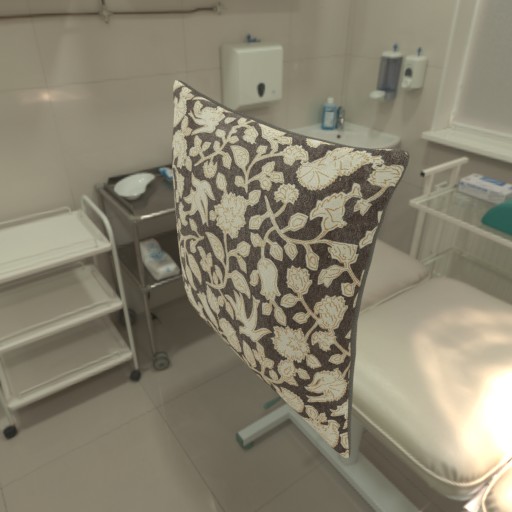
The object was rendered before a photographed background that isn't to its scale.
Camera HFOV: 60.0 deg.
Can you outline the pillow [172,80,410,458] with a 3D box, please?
[{"bbox_3d":[0.000,0.000,0.769,0.166,0.507,0.526,-21,37,-30],"label":"pillow"}]
